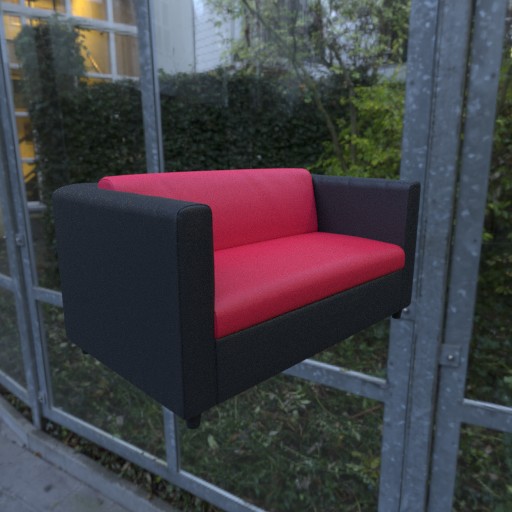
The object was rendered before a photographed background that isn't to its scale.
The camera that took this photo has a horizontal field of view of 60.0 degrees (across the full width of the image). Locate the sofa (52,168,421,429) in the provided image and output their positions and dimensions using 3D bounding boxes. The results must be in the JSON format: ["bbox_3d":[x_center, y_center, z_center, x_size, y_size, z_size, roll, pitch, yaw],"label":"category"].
[{"bbox_3d":[0.000,0.000,1.969,0.845,0.735,1.410,13,18,43],"label":"sofa"}]
